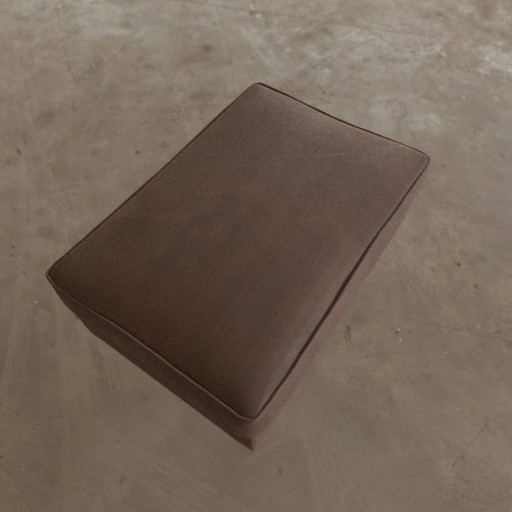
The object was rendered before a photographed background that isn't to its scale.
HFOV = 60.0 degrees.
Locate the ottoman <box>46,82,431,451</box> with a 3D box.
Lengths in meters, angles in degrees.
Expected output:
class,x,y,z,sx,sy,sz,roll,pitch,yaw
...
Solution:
class,x,y,z,sx,sy,sz,roll,pitch,yaw
ottoman,0.000,0.000,1.242,0.596,0.481,0.860,30,62,18
